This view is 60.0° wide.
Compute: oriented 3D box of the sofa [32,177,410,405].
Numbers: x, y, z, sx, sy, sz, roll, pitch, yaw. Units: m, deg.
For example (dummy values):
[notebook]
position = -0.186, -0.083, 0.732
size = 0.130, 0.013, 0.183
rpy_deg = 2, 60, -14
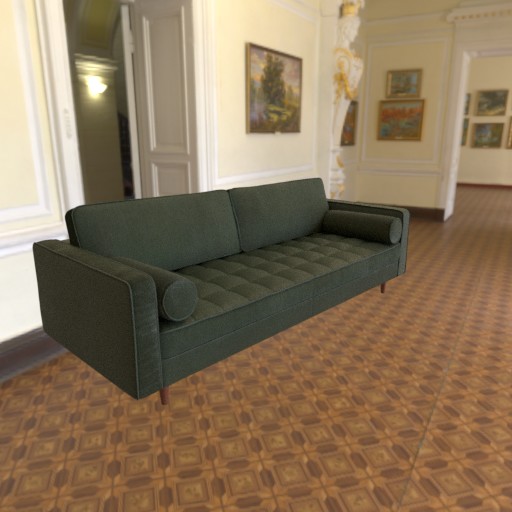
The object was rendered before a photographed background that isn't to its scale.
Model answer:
[sofa]
position = 0.000, 0.000, 2.635
size = 0.918, 0.769, 2.199
rpy_deg = 14, 21, 42
